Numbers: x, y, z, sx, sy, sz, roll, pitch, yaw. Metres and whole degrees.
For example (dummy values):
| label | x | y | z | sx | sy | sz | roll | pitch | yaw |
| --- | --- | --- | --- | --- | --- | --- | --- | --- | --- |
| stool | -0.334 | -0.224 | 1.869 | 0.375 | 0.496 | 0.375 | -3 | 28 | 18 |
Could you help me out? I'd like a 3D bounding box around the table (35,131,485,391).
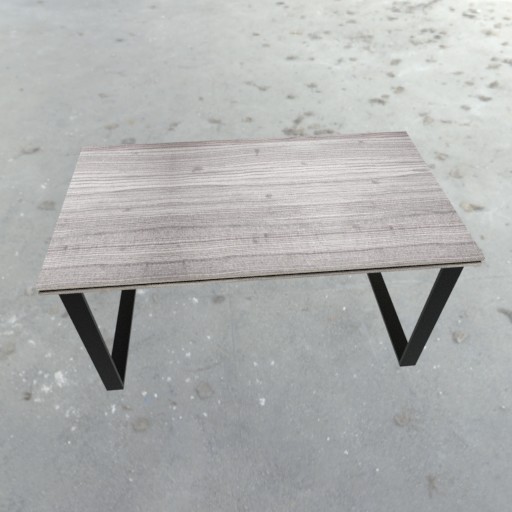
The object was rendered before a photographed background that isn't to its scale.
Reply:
| label | x | y | z | sx | sy | sz | roll | pitch | yaw |
| --- | --- | --- | --- | --- | --- | --- | --- | --- | --- |
| table | 0.000 | 0.000 | 2.116 | 1.579 | 0.736 | 0.881 | -4 | 46 | -4 |
